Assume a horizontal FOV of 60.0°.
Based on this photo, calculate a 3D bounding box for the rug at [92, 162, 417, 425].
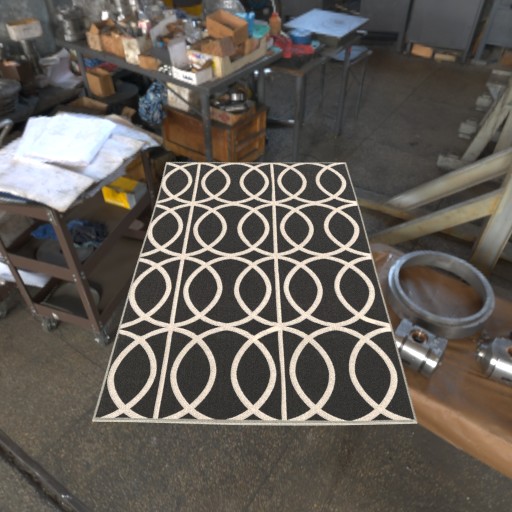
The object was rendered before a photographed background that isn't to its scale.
[{"bbox_3d":[0.000,0.000,2.897,1.528,0.014,2.294,0,43,0],"label":"rug"}]
